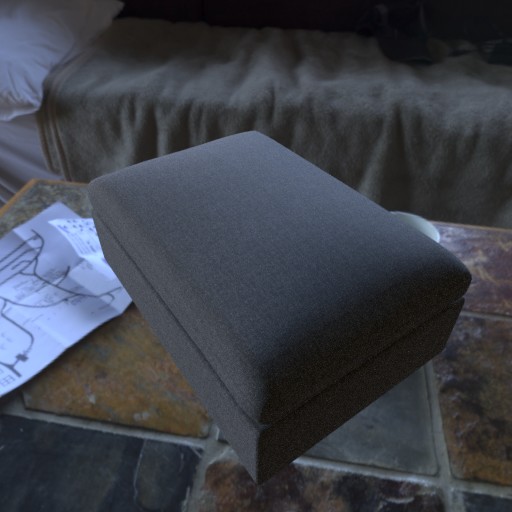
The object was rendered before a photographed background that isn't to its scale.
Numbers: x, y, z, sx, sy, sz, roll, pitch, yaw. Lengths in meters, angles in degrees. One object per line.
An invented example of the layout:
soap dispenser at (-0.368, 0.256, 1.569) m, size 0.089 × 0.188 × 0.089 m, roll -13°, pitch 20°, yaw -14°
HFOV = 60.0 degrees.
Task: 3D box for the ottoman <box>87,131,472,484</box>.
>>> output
ottoman at (0.000, 0.000, 1.412) m, size 0.711 × 0.483 × 1.041 m, roll -25°, pitch 47°, yaw -26°
